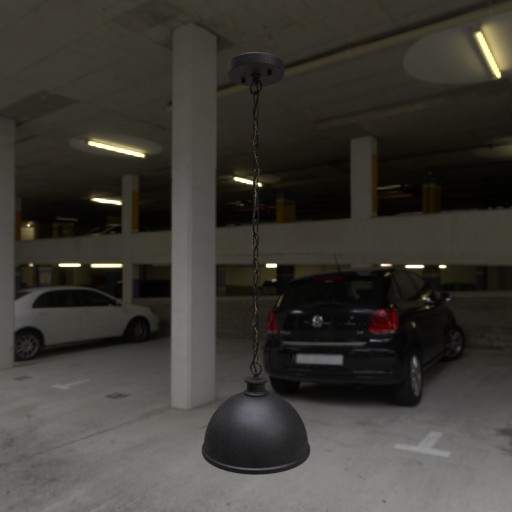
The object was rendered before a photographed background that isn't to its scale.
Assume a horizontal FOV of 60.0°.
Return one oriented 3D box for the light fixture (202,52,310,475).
[{"bbox_3d":[0.000,0.000,1.259,0.304,1.090,0.304,-1,-1,36],"label":"light fixture"}]
